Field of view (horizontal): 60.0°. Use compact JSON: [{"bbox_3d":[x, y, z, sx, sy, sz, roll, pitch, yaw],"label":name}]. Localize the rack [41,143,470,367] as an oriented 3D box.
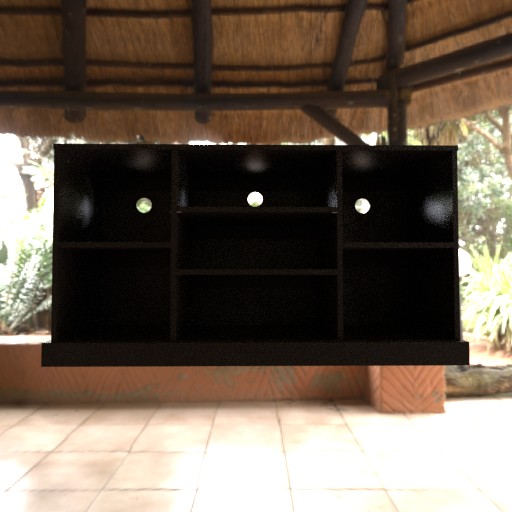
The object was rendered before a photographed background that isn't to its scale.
[{"bbox_3d":[0.000,0.000,1.458,1.206,0.635,0.399,0,-2,-1],"label":"rack"}]
